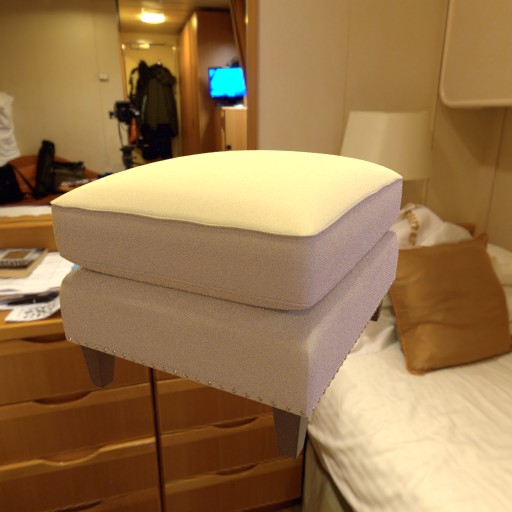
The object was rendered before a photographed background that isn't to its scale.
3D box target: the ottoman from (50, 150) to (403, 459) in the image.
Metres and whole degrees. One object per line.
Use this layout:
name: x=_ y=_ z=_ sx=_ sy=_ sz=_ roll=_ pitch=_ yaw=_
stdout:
ottoman: x=0.000 y=0.000 z=1.123 sx=0.584 sy=0.513 sz=0.741 roll=9 pitch=20 yaw=26
